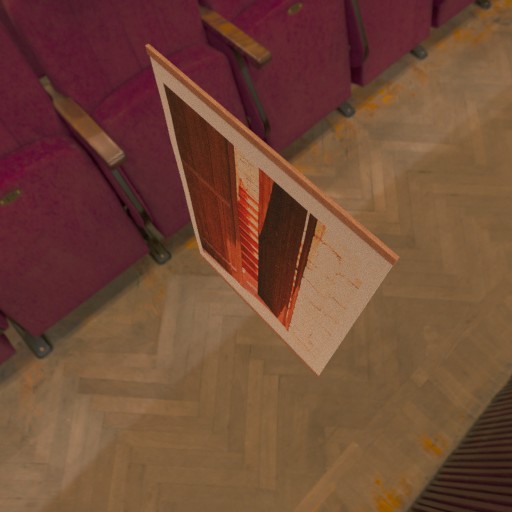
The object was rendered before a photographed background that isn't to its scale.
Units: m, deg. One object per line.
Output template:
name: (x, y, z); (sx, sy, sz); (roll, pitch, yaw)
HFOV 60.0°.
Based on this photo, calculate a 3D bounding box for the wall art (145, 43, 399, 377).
wall art: (0.000, 0.000, 1.923); (0.019, 1.527, 1.019); (-40, 71, -17)
